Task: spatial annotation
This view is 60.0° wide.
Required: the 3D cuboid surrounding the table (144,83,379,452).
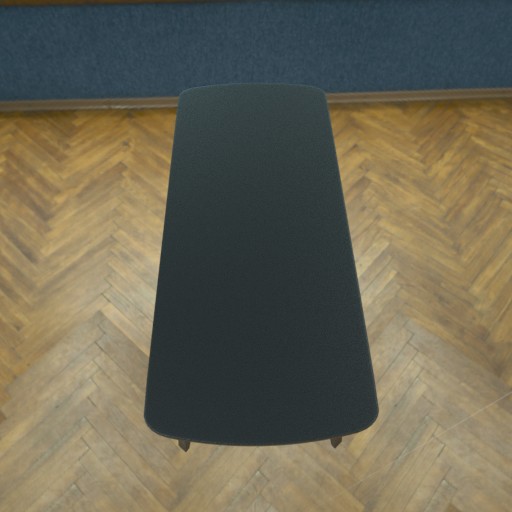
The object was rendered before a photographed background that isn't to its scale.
[{"bbox_3d":[0.000,0.000,1.575,0.571,0.457,1.333,-1,57,-1],"label":"table"}]
